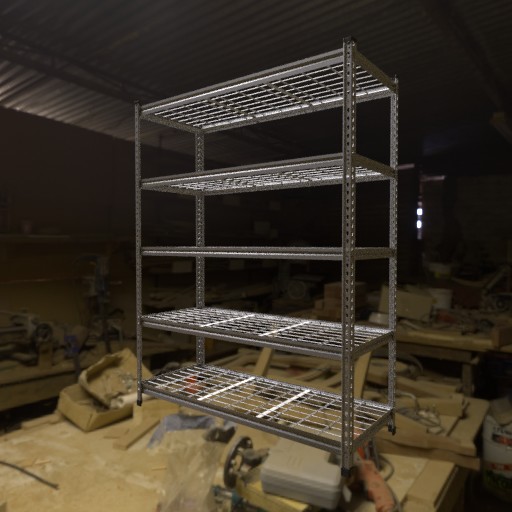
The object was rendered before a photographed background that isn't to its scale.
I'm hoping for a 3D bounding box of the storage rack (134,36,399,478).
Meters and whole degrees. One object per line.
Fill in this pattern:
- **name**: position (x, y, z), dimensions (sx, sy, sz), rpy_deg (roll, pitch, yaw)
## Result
- **storage rack**: position (0.000, 0.000, 2.682), dimensions (1.524, 1.981, 0.610), rpy_deg (1, 2, 37)
